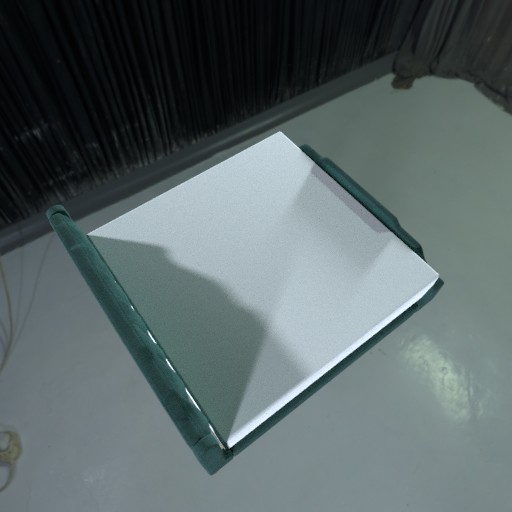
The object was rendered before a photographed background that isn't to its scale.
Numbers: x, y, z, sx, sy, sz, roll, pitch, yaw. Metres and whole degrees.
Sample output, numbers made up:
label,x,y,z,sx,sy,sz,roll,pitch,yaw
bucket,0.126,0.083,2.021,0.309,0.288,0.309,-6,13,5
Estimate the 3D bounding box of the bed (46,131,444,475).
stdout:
label,x,y,z,sx,sy,sz,roll,pitch,yaw
bed,0.000,0.000,3.511,2.340,1.245,2.074,-32,63,-18
